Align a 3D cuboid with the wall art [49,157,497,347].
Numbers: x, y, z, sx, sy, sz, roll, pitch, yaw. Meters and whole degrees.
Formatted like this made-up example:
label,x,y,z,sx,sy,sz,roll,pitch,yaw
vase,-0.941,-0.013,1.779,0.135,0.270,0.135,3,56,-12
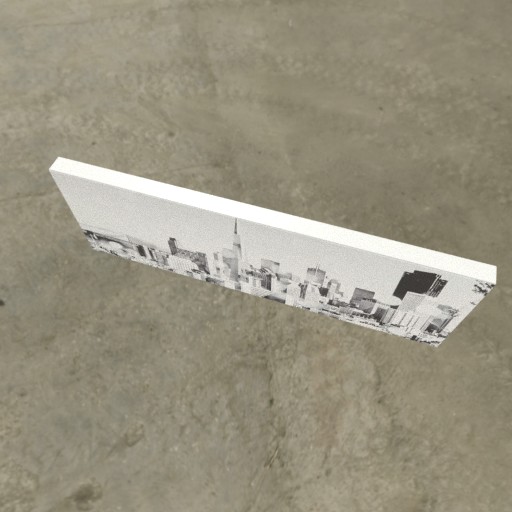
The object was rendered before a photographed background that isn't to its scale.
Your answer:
label,x,y,z,sx,sy,sz,roll,pitch,yaw
wall art,0.000,0.000,0.844,0.766,0.256,0.036,15,59,9
